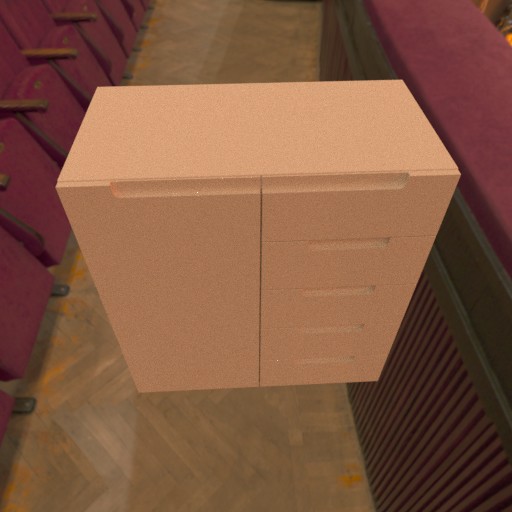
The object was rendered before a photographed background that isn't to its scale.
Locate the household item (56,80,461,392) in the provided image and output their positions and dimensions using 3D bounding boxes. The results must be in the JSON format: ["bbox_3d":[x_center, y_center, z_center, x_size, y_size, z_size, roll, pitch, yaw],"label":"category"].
[{"bbox_3d":[0.000,0.000,1.329,0.800,0.870,0.420,-2,46,-2],"label":"household item"}]
